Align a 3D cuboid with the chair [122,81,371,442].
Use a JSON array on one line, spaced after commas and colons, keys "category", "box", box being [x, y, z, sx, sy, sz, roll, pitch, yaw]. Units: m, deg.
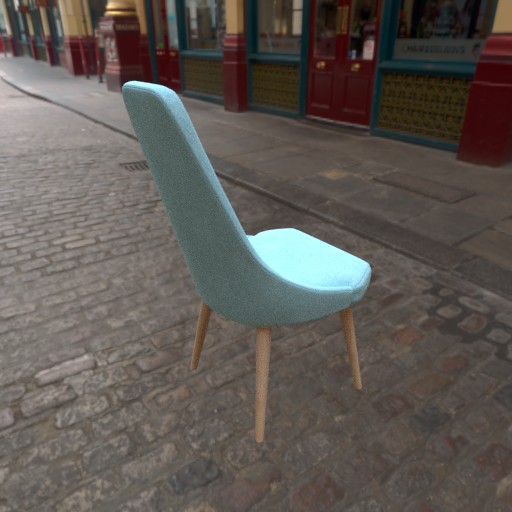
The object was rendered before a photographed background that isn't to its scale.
[{"category": "chair", "box": [0.000, 0.000, 1.386, 0.660, 1.040, 0.510, -18, 31, -33]}]
